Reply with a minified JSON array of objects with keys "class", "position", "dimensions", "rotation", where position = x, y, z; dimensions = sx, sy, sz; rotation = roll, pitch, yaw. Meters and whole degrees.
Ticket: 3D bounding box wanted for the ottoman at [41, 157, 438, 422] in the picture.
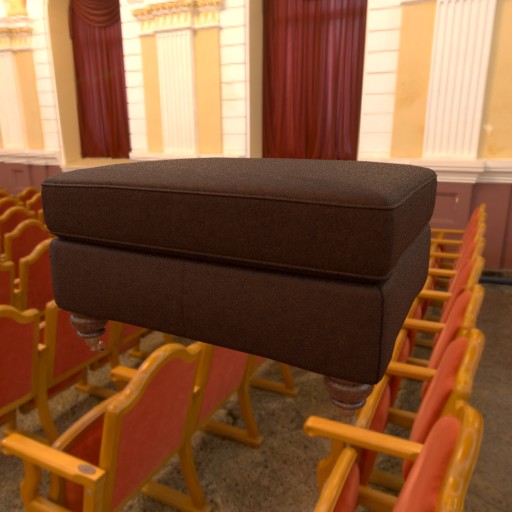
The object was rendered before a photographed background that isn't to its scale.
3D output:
[{"class":"ottoman","position":[0.000,0.000,1.726],"dimensions":[1.187,0.730,0.967],"rotation":[8,17,26]}]
